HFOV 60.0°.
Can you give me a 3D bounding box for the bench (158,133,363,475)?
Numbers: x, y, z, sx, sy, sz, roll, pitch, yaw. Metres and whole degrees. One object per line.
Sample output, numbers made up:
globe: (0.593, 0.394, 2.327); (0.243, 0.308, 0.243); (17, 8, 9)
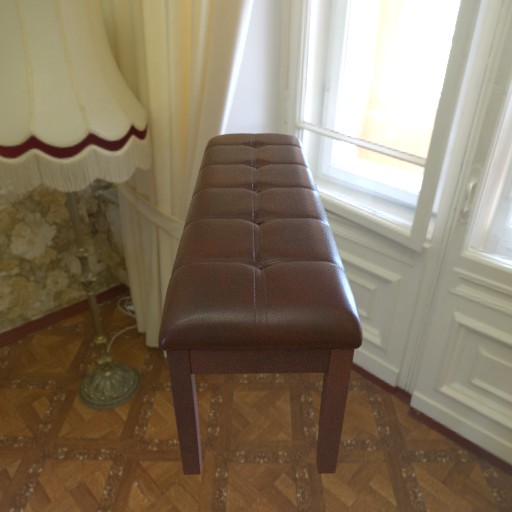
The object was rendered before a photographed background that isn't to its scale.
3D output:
bench: (0.000, 0.000, 1.468); (0.401, 0.491, 1.259); (0, 31, -1)
